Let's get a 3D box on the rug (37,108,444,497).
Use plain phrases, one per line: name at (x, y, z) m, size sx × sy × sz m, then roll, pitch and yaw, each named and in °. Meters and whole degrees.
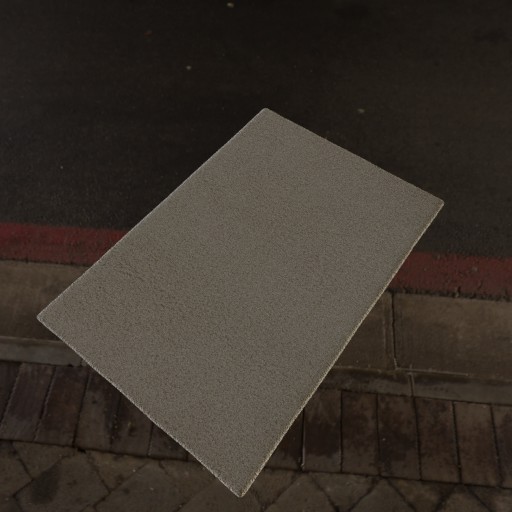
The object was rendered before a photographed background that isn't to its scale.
rug at (0.000, 0.000, 2.235) m, size 1.219 × 0.030 × 1.778 m, roll 33°, pitch 65°, yaw 18°
